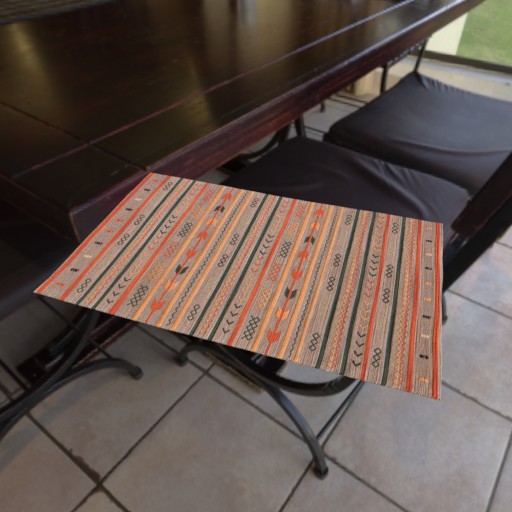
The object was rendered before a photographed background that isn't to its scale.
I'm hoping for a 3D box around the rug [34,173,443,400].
[{"bbox_3d":[0.000,0.000,3.044,2.439,0.029,1.537,12,43,13],"label":"rug"}]
